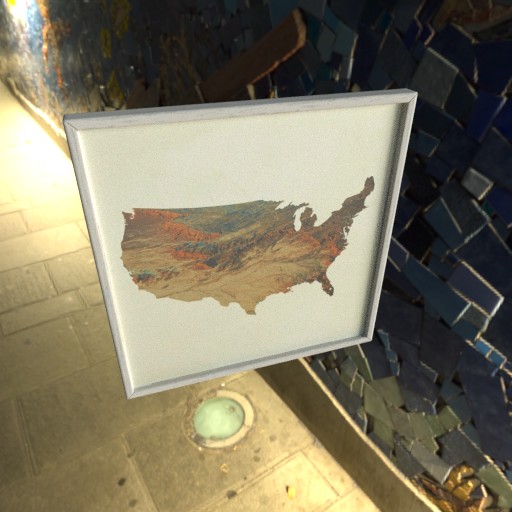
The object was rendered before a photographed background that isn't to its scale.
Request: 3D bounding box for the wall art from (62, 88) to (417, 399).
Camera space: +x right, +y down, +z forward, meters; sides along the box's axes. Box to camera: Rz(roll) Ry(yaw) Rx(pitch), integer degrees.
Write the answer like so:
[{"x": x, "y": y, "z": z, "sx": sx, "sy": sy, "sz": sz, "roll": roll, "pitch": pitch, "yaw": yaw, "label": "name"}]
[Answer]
[{"x": 0.000, "y": 0.000, "z": 1.914, "sx": 1.287, "sy": 1.288, "sz": 0.078, "roll": -10, "pitch": 33, "yaw": -15, "label": "wall art"}]
